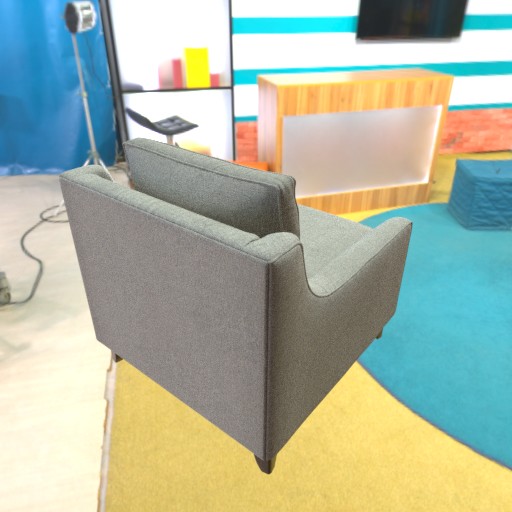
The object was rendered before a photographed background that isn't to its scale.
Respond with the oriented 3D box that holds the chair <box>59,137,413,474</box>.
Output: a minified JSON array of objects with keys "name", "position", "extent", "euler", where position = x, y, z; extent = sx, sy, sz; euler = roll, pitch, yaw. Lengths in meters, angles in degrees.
[{"name":"chair","position":[0.000,0.000,1.597],"extent":[0.838,0.864,0.918],"euler":[22,37,33]}]
